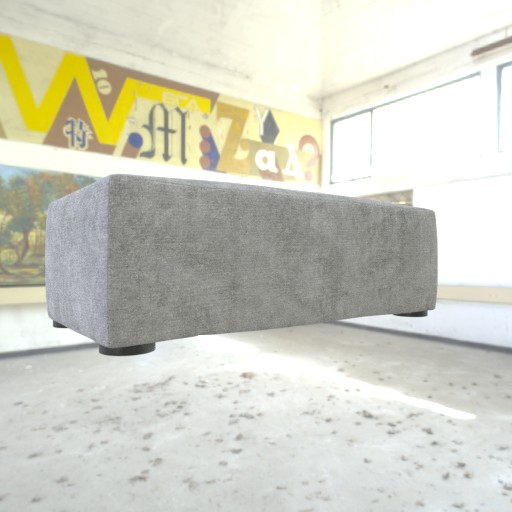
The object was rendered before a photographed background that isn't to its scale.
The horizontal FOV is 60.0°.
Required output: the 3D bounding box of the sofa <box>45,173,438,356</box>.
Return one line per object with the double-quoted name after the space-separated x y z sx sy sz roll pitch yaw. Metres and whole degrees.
0.000 0.000 1.149 0.930 0.330 0.480 0 0 -36 "sofa"
